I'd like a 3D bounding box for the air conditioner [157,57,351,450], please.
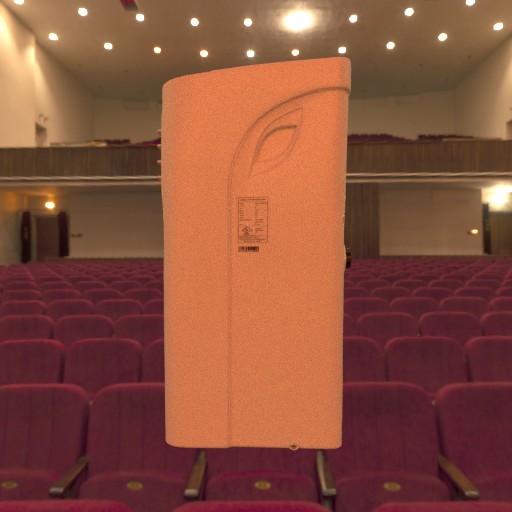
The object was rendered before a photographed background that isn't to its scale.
[{"bbox_3d":[0.000,0.000,0.947,0.369,0.716,0.352,0,-1,2],"label":"air conditioner"}]
